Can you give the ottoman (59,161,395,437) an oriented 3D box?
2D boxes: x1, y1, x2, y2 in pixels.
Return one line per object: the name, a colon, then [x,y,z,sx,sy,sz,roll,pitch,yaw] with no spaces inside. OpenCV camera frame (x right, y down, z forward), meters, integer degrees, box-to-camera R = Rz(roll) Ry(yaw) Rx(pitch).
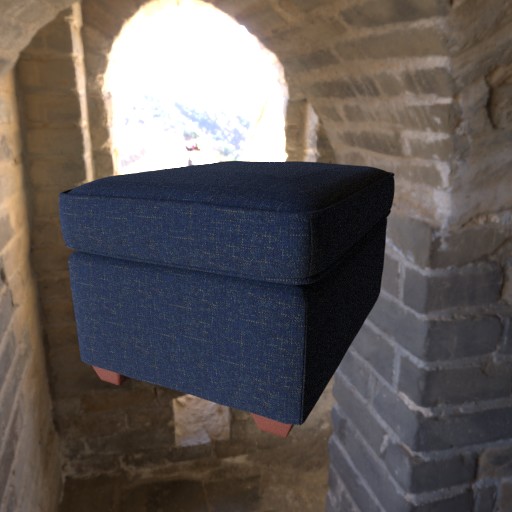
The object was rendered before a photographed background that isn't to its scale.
ottoman: [0.000,0.000,1.098,0.549,0.450,0.749,8,18,25]
